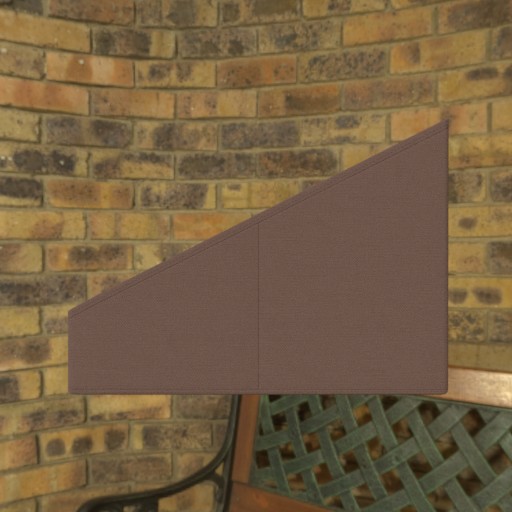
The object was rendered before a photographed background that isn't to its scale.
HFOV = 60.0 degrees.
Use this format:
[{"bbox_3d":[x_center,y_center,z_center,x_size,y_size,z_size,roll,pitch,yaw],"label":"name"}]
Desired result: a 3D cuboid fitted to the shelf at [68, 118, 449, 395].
[{"bbox_3d":[0.000,0.000,0.477,0.292,0.210,0.292,0,0,0],"label":"shelf"}]
